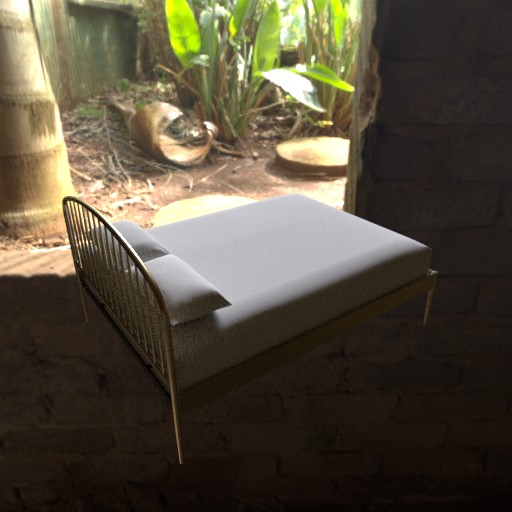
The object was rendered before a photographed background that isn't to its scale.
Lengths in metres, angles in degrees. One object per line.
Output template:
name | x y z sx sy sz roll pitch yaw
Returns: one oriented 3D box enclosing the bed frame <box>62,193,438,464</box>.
bed frame | 0.000 0.000 3.212 2.152 1.175 1.612 -18 32 -32
